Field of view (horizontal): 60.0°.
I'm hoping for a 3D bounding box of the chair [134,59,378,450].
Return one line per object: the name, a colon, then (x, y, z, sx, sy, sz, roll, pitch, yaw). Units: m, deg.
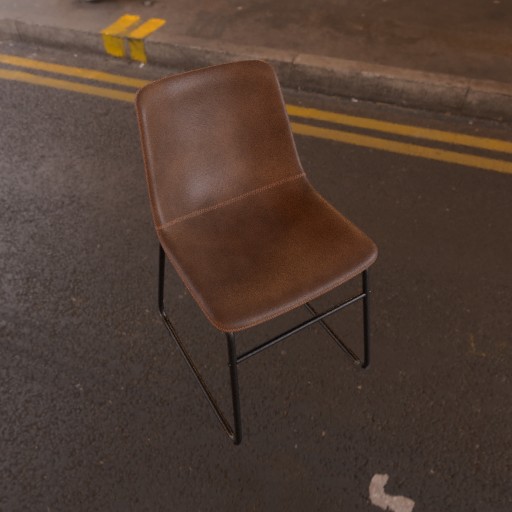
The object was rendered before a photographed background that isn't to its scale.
chair: (0.000, 0.000, 1.143, 0.460, 0.780, 0.551, -23, 50, -21)
